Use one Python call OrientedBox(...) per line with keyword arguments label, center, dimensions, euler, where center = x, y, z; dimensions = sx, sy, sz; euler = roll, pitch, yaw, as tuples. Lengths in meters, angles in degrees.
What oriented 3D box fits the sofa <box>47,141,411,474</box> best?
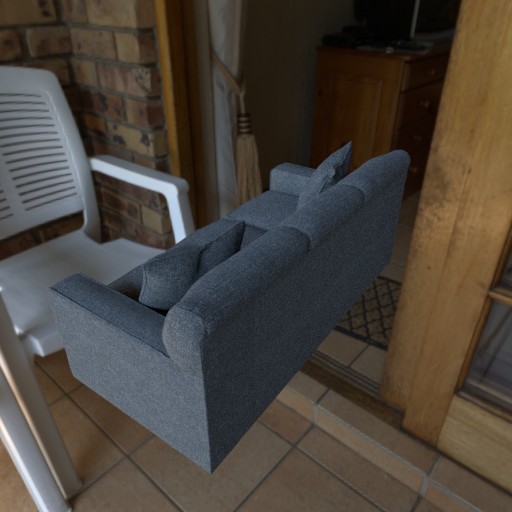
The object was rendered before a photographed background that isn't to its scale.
OrientedBox(label="sofa", center=(0.000, 0.000, 2.542), dimensions=(0.997, 0.958, 2.024), euler=(20, 37, 29))
